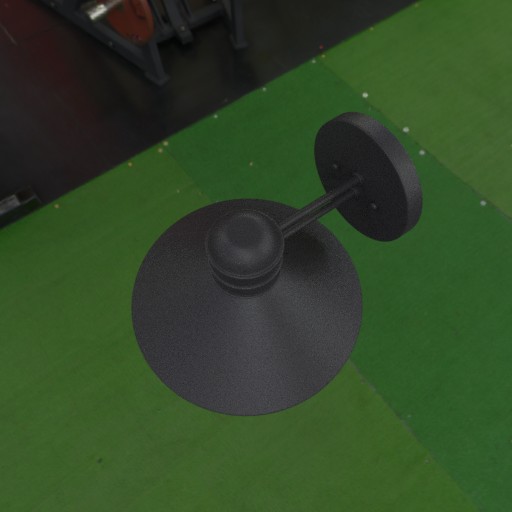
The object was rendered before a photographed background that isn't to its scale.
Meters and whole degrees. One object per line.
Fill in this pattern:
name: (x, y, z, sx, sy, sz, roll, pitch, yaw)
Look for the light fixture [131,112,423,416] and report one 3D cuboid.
light fixture: (0.000, 0.000, 0.657, 0.434, 0.265, 0.396, -32, 68, -15)
